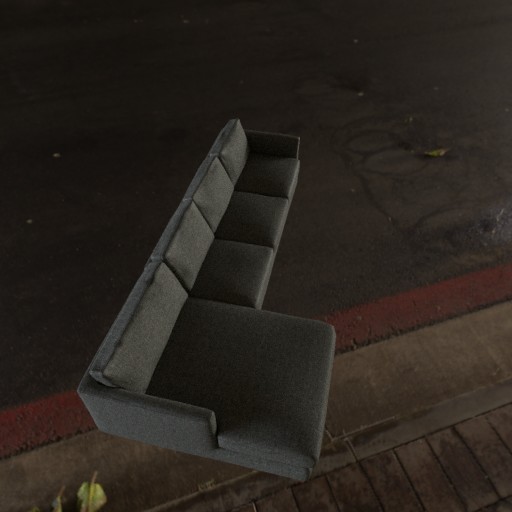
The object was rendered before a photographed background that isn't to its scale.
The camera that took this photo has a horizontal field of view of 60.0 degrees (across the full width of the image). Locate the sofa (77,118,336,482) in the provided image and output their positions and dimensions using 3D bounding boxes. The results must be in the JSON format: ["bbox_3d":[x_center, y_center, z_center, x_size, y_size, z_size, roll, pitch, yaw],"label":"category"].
[{"bbox_3d":[0.000,0.000,4.097,1.635,0.960,3.485,10,46,9],"label":"sofa"}]
